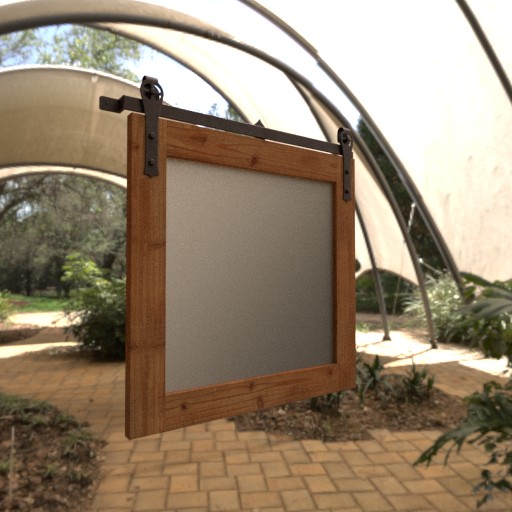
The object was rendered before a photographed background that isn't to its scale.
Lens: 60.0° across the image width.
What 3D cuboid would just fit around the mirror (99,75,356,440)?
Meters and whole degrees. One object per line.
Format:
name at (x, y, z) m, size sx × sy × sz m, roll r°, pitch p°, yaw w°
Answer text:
mirror at (0.000, 0.000, 1.171) m, size 0.805 × 0.800 × 0.054 m, roll 1°, pitch -2°, yaw -36°
